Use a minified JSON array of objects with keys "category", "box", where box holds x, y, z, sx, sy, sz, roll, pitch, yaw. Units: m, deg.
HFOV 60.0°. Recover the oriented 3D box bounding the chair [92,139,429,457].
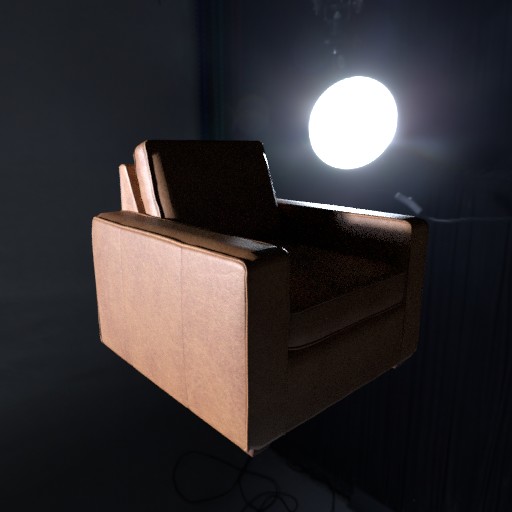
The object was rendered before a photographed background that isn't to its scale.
[{"category":"chair","box":[0.000,0.000,1.773,1.027,0.901,0.987,14,20,43]}]
